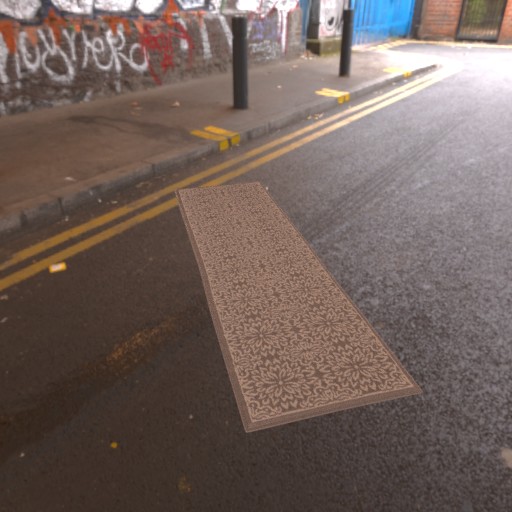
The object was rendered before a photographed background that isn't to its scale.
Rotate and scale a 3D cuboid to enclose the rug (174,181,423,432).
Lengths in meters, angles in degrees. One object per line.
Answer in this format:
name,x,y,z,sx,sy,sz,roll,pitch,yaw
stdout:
rug,0.000,0.000,2.442,0.662,0.011,2.196,-8,31,-13
